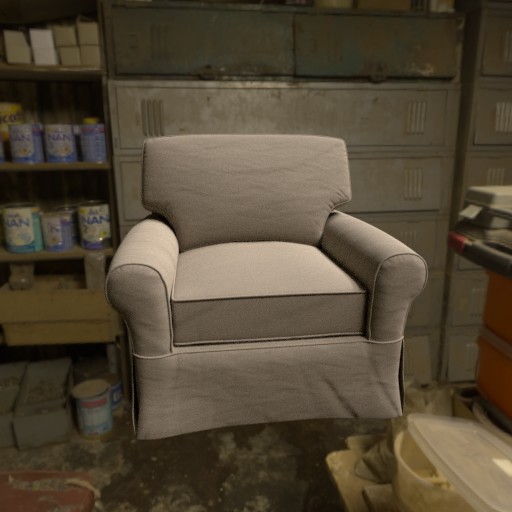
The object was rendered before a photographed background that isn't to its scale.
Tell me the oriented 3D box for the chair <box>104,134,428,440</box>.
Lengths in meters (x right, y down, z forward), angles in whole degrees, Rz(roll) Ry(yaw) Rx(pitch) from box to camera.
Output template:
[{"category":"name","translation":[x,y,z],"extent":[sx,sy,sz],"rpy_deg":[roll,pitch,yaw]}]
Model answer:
[{"category":"chair","translation":[0.000,0.000,1.911],"extent":[1.135,1.017,0.988],"rpy_deg":[-2,15,-8]}]
